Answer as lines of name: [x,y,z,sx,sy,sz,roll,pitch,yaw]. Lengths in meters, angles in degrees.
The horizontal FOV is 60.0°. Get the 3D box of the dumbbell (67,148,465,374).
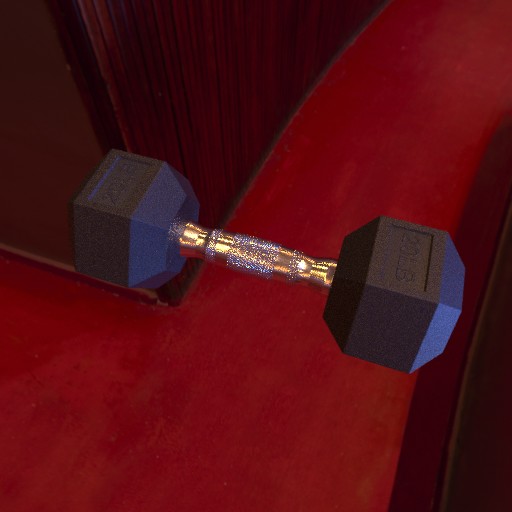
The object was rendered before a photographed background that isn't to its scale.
dumbbell: [0.000,0.000,0.322,0.272,0.092,0.106,16,58,10]
